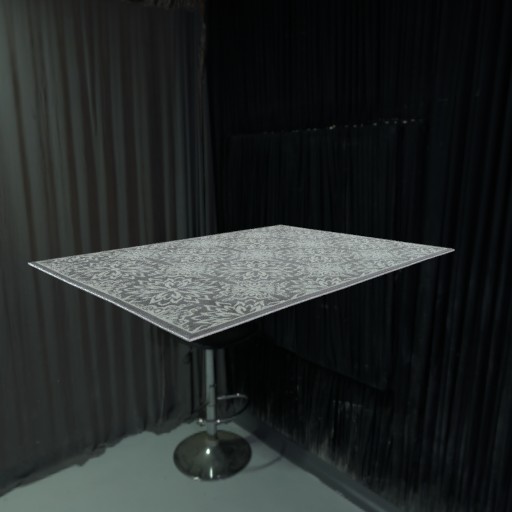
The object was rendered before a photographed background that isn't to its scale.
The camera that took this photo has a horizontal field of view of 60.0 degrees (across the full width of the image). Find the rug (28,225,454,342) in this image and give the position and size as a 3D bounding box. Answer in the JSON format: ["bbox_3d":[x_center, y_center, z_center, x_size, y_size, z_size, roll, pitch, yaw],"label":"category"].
[{"bbox_3d":[0.000,0.000,2.823,2.213,0.014,1.608,-12,17,-43],"label":"rug"}]
